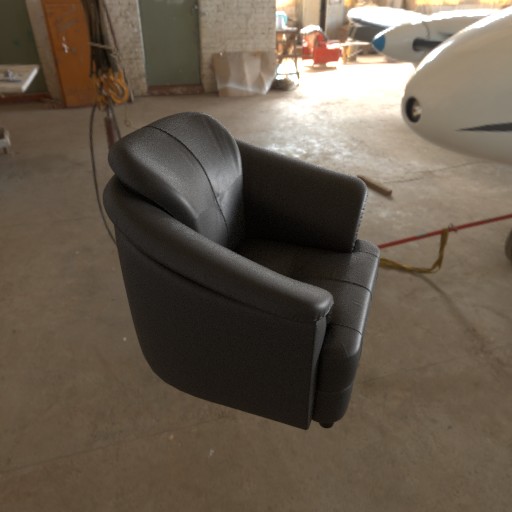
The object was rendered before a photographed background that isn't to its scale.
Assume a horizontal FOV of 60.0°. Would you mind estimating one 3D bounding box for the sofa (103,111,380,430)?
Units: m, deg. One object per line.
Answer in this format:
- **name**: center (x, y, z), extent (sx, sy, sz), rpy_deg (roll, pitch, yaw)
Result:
- **sofa**: center (0.000, 0.000, 1.499), extent (0.794, 0.811, 0.870), rpy_deg (10, 33, 16)
